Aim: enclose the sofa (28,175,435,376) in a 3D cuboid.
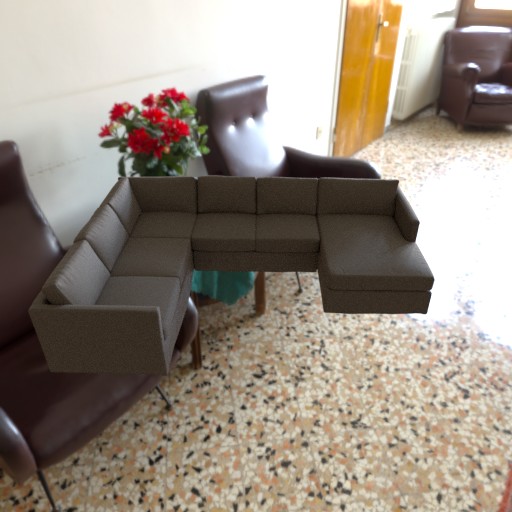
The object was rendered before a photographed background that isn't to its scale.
[{"bbox_3d":[0.000,0.000,4.509,3.460,0.882,2.427,1,33,1],"label":"sofa"}]
